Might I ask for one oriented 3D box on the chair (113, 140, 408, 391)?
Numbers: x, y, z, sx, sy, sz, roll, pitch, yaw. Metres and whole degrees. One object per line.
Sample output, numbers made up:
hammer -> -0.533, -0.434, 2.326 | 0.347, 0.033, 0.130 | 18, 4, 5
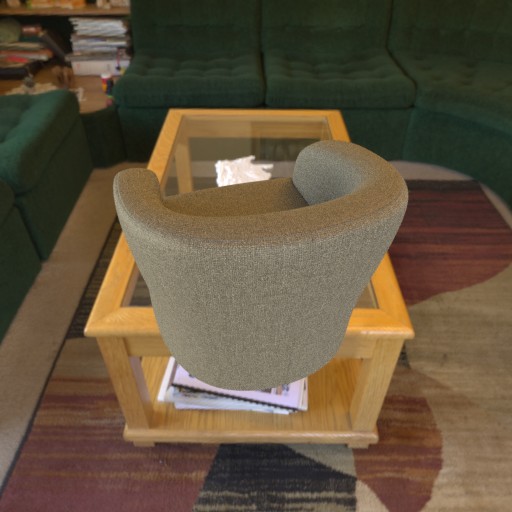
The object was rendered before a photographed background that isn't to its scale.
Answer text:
chair -> 0.000, 0.000, 1.449 | 0.791, 0.771, 0.815 | -11, 42, -13
